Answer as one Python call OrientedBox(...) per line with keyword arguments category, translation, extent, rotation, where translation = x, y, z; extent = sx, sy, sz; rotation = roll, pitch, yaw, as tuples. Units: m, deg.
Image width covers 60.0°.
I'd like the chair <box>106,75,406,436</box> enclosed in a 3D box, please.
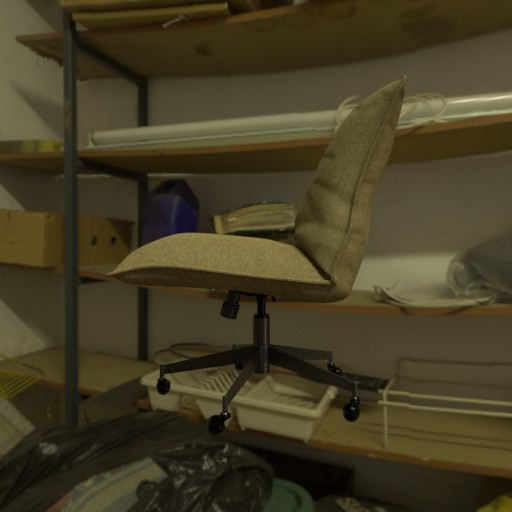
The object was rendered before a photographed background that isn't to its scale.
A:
OrientedBox(category="chair", translation=(0.000, 0.000, 1.277), extent=(0.696, 0.811, 0.597), rotation=(0, 1, 0))
